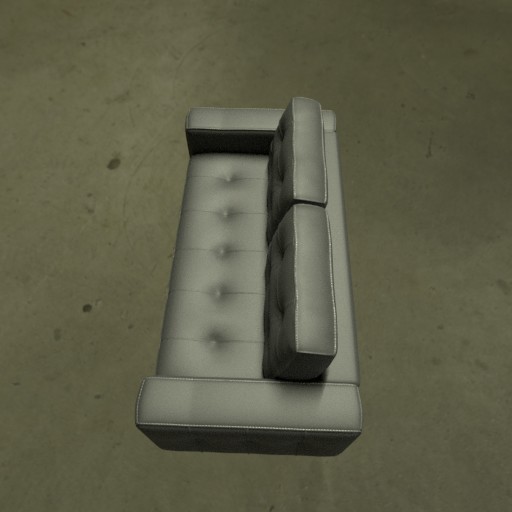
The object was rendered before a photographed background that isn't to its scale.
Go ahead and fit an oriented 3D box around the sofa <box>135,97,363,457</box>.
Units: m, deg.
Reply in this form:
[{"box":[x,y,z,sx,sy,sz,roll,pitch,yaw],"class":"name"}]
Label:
[{"box":[0.000,0.000,2.164,0.833,0.892,1.726,2,58,1],"class":"sofa"}]
